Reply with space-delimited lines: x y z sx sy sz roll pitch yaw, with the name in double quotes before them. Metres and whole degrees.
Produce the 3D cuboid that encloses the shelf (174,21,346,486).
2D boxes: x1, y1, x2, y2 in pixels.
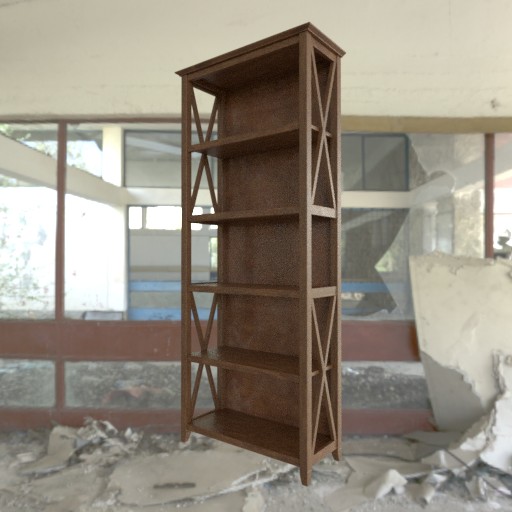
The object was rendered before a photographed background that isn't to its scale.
"shelf" 0.000 0.000 2.174 0.805 1.905 0.335 0 -1 37
